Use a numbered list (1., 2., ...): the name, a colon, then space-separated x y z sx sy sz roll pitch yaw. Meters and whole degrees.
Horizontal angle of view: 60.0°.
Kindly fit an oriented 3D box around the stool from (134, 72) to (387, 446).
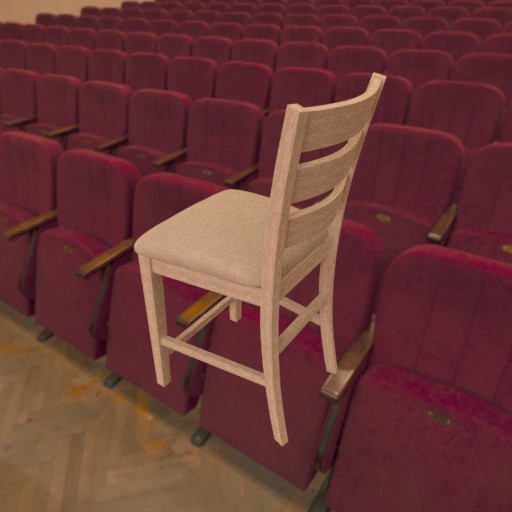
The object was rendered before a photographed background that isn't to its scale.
1. stool: 0.000 0.000 1.355 0.569 1.032 0.484 20 37 29
